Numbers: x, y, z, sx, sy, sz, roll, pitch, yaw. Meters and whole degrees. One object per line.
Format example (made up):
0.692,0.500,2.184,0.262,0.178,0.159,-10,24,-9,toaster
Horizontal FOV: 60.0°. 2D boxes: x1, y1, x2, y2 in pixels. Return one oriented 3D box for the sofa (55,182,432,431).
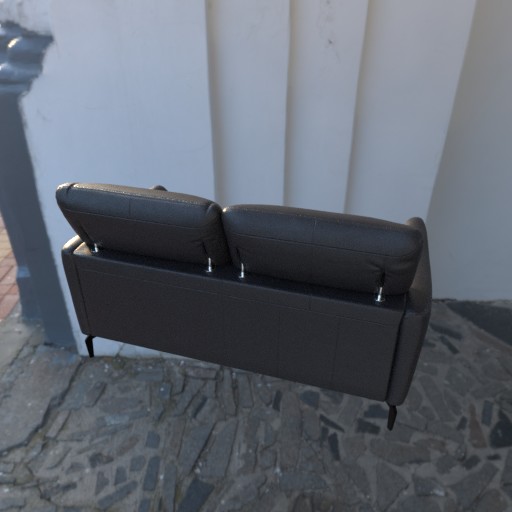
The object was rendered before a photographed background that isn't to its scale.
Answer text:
0.000,0.000,2.166,1.596,0.920,0.958,9,32,15,sofa
